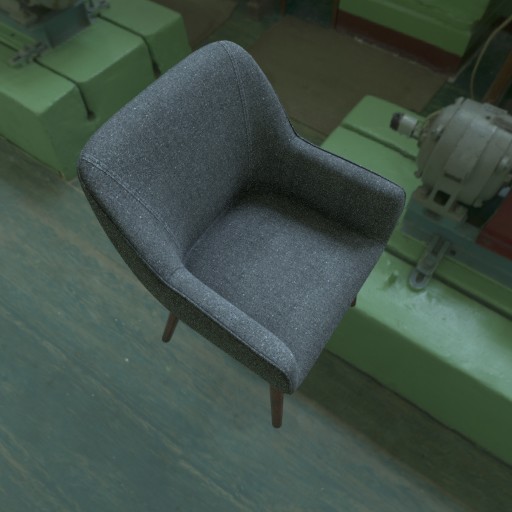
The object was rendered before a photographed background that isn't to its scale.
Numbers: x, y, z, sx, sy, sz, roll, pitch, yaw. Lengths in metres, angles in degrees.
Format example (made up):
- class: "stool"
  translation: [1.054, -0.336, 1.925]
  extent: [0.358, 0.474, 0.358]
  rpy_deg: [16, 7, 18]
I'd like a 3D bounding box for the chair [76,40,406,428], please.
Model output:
- class: "chair"
  translation: [0.000, 0.000, 1.121]
  extent: [0.519, 0.803, 0.543]
  rpy_deg: [30, 63, 17]
